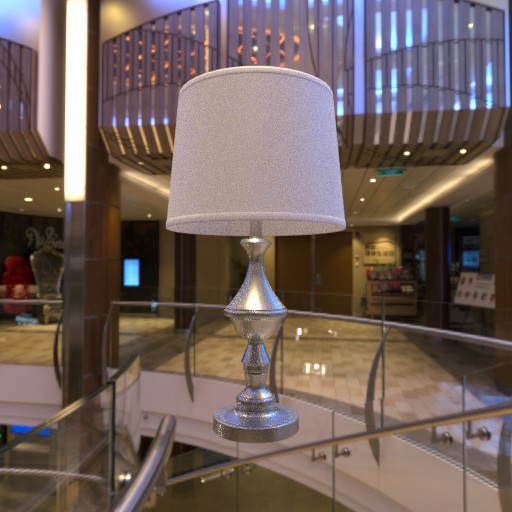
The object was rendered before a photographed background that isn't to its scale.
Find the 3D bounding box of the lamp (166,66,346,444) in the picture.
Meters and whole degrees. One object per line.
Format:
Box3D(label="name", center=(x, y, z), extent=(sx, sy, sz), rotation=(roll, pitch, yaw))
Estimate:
Box3D(label="lamp", center=(0.000, 0.000, 0.960), extent=(0.383, 0.733, 0.383), rotation=(0, -2, 0))
